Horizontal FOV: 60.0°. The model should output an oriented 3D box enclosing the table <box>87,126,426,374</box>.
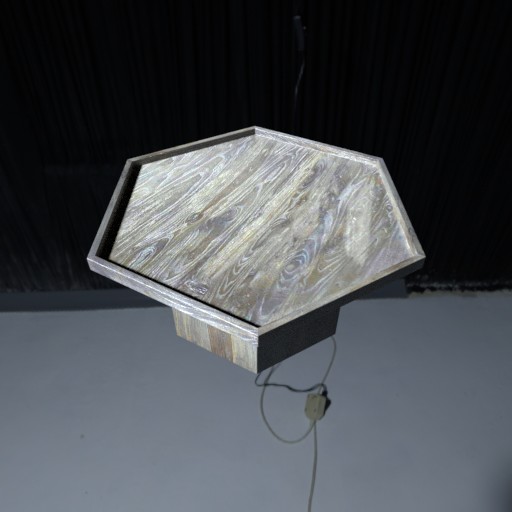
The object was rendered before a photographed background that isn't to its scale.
[{"bbox_3d":[0.000,0.000,1.632,0.966,0.488,1.115,0,42,0],"label":"table"}]
